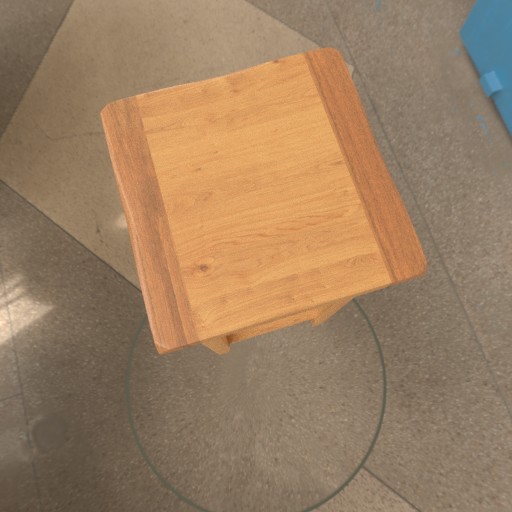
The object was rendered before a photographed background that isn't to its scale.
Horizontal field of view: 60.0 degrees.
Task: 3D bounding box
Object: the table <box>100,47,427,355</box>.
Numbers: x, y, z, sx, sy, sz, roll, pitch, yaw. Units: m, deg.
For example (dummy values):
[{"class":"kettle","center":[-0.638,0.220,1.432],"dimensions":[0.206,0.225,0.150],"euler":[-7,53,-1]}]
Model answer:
[{"class":"table","center":[0.000,0.000,0.953],"dimensions":[0.360,0.740,0.360],"euler":[-16,75,-4]}]
